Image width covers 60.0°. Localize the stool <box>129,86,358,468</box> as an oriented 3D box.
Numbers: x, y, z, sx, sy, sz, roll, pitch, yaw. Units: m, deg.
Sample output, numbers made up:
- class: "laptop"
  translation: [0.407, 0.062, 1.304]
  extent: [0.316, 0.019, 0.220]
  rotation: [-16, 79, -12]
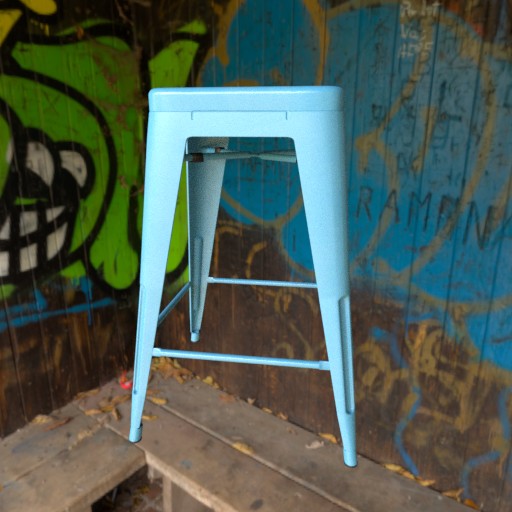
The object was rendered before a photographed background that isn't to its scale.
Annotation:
- class: "stool"
  translation: [0.000, 0.000, 0.879]
  extent: [0.410, 0.608, 0.410]
  rotation: [3, 17, 8]
